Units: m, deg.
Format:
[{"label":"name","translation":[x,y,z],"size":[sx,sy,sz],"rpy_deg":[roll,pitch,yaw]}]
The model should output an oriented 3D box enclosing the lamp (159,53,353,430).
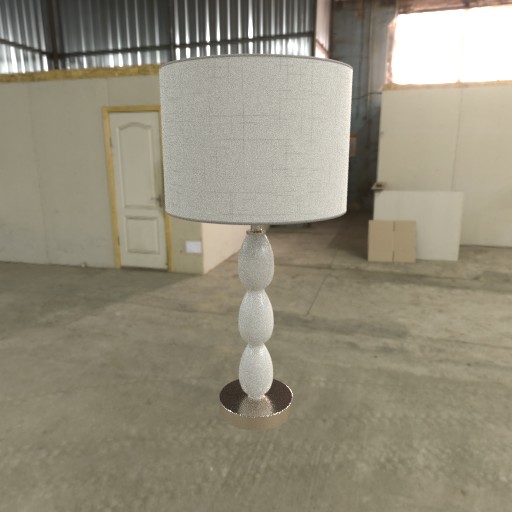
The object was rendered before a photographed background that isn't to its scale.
[{"label":"lamp","translation":[0.000,0.000,0.721],"size":[0.280,0.559,0.282],"rpy_deg":[14,20,43]}]
